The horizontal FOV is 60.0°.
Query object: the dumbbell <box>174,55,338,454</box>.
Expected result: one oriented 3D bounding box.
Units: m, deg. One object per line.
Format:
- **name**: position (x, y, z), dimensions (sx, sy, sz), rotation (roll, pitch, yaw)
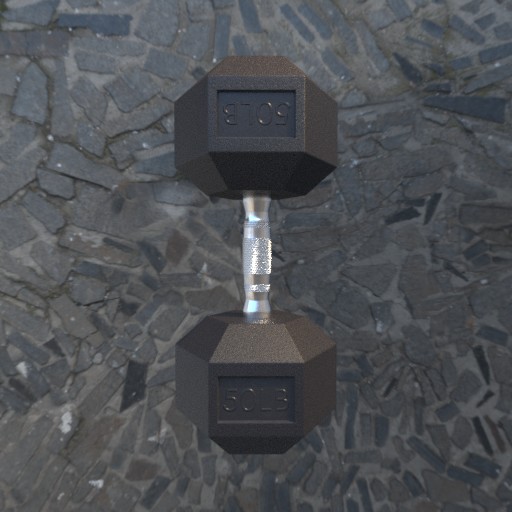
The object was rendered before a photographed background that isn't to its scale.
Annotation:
- **dumbbell**: position (0.000, 0.000, 0.472), dimensions (0.173, 0.150, 0.384), rotation (0, 91, 0)
